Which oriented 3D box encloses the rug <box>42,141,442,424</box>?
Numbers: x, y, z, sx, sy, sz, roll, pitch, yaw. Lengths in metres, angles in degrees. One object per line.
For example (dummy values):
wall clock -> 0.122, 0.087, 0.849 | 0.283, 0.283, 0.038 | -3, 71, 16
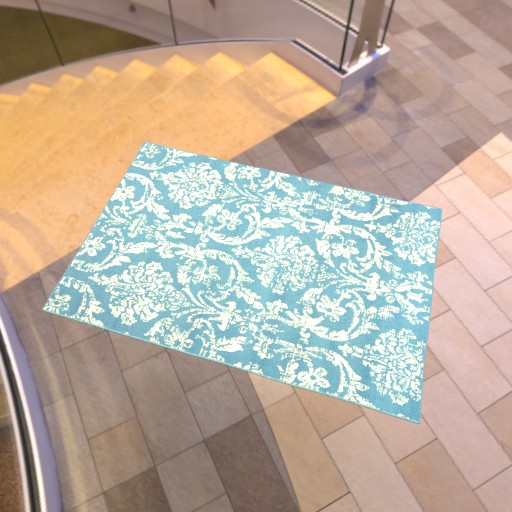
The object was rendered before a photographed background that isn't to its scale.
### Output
rug -> 0.000, 0.000, 2.341 | 1.833, 0.012, 1.211 | 14, 59, 9
